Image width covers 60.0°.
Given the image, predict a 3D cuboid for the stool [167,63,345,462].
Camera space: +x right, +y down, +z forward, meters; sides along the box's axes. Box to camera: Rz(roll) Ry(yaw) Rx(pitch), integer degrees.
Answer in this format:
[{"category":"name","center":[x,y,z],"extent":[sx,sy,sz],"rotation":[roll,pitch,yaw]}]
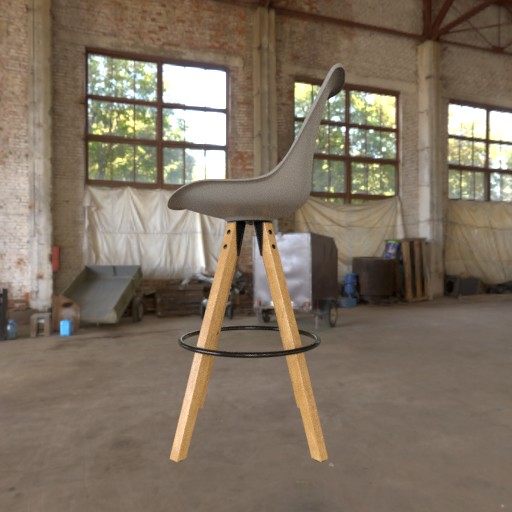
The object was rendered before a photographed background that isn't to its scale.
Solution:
[{"category":"stool","center":[0.000,0.000,1.411],"extent":[0.550,1.115,0.485],"rotation":[0,0,0]}]
